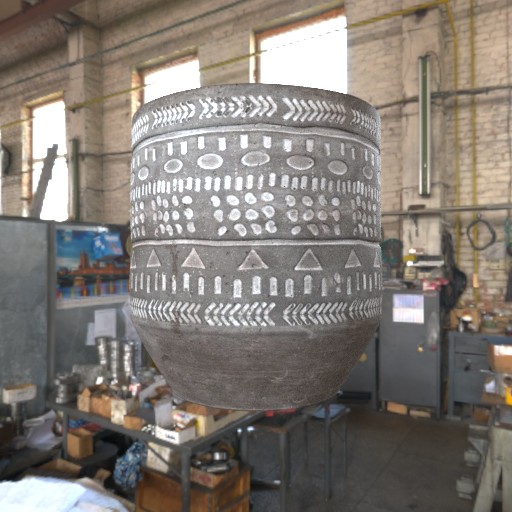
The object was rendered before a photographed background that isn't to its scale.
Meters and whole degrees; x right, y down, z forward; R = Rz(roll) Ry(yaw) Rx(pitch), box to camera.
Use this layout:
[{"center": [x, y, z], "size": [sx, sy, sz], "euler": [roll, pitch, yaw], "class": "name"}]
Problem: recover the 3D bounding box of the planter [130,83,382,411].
[{"center": [0.000, 0.000, 0.222], "size": [0.122, 0.128, 0.122], "euler": [0, -1, 0], "class": "planter"}]
